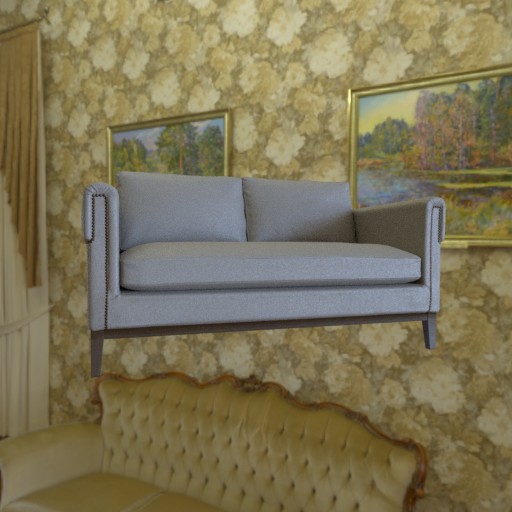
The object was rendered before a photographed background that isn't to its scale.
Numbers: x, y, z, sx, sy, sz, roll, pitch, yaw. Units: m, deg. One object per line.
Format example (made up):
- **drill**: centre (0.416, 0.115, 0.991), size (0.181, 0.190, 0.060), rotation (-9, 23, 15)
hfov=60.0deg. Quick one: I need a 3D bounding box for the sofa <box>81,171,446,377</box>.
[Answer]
- **sofa**: centre (0.000, 0.000, 2.232), size (1.598, 0.873, 0.899), rotation (0, 1, -18)
